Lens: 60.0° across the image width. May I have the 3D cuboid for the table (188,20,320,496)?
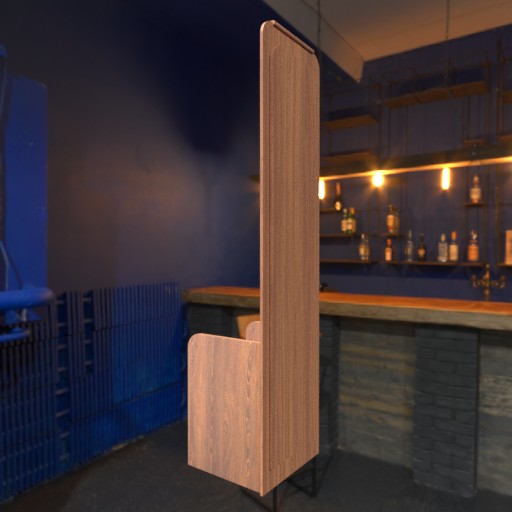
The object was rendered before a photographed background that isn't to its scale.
[{"bbox_3d":[0.000,0.000,1.968,0.420,1.830,0.450,0,1,36],"label":"table"}]
